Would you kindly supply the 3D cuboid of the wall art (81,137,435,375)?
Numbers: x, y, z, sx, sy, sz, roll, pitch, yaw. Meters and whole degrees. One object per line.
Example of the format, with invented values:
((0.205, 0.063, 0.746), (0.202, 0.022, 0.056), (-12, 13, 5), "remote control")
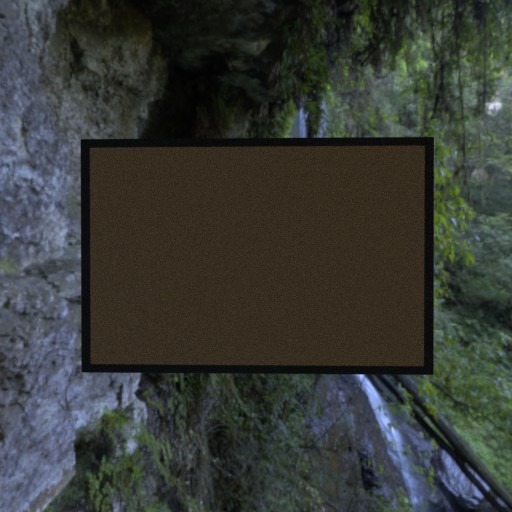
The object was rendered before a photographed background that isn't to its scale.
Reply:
((0.000, 0.000, 0.783), (0.610, 0.409, 0.038), (0, 1, 1), "wall art")
